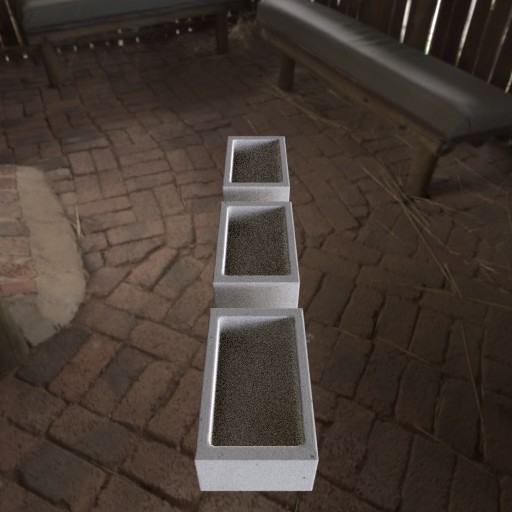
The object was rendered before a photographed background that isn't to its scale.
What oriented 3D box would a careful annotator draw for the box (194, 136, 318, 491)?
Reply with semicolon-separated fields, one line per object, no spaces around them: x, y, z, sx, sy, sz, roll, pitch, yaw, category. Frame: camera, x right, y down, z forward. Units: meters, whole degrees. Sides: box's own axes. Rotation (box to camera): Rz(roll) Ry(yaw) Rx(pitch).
0.000;0.000;0.479;0.082;0.051;0.461;0;41;0;box
